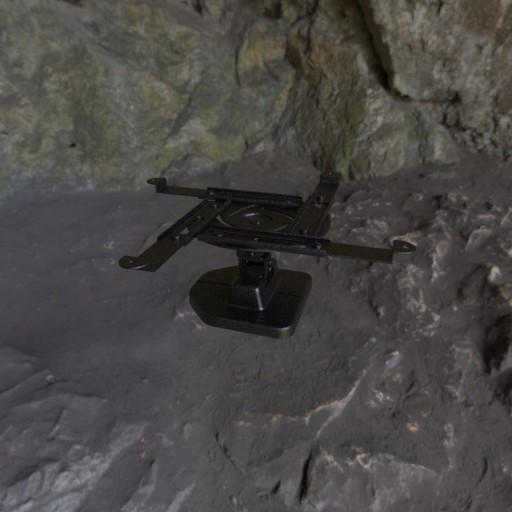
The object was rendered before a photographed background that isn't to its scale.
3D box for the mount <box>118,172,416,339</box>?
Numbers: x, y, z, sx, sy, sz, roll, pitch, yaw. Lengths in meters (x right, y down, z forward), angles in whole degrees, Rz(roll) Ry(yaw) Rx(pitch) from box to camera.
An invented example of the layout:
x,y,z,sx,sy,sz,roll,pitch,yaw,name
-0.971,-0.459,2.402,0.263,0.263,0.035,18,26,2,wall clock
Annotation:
x,y,z,sx,sy,sz,roll,pitch,yaw,name
0.000,0.000,0.606,0.394,0.141,0.394,8,27,15,mount
